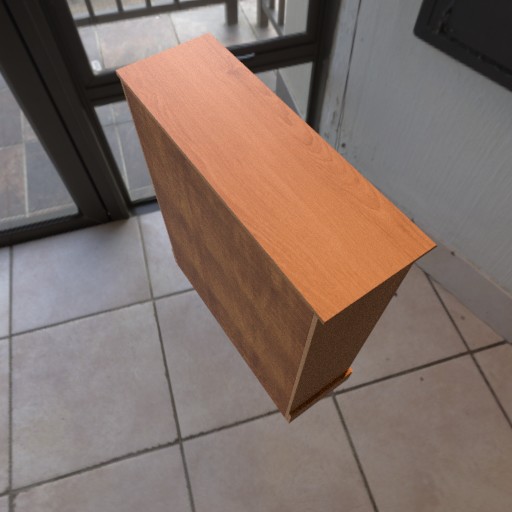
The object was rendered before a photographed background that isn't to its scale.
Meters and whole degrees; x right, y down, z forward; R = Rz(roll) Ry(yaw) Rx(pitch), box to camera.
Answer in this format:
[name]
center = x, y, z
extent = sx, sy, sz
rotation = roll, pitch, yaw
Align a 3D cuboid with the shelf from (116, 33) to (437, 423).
[shelf]
center = 0.000, 0.000, 1.422
extent = 0.291, 0.980, 0.840
rotation = -31, 64, -17
